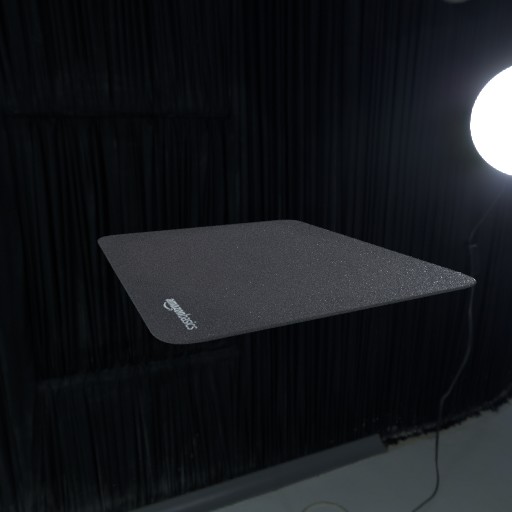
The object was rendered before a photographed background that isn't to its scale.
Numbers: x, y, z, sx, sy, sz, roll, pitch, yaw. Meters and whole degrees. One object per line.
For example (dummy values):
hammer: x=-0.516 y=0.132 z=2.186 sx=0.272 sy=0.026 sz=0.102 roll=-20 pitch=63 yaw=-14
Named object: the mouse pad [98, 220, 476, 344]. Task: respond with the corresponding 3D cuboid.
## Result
mouse pad: x=0.000 y=0.000 z=0.441 sx=0.269 sy=0.002 sz=0.315 roll=-7 pitch=17 yaw=-25
